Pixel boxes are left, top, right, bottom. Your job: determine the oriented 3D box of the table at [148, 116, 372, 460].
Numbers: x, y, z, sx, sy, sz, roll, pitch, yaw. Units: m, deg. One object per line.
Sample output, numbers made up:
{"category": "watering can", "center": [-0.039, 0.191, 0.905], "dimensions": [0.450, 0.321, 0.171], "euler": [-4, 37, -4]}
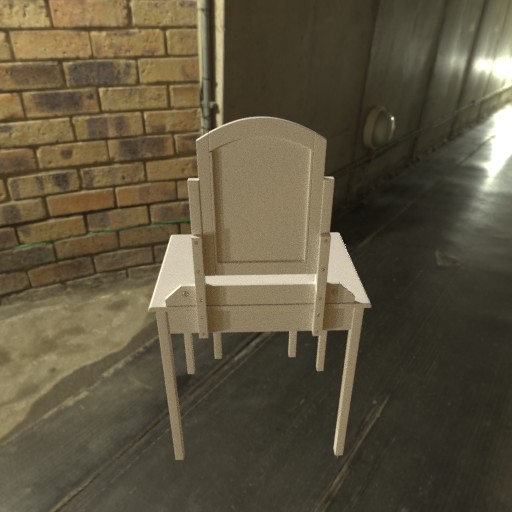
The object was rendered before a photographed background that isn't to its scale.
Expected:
{"category": "table", "center": [0.000, 0.000, 2.288], "dimensions": [0.876, 1.631, 1.211], "euler": [-1, 29, -2]}
